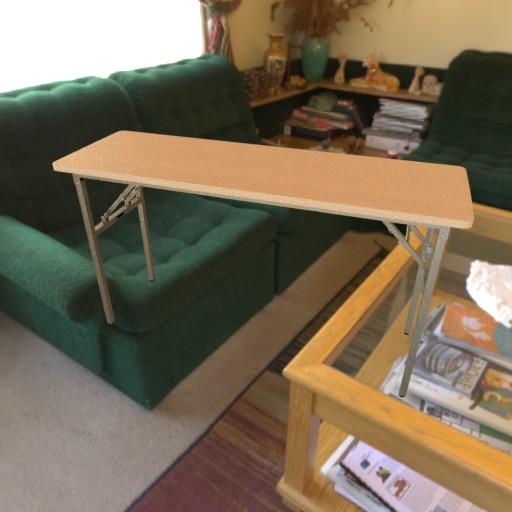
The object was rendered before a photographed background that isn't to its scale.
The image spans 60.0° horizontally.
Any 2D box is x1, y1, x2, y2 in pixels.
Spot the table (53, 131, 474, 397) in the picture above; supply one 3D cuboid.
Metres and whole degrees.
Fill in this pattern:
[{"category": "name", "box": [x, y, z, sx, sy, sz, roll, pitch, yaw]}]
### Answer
[{"category": "table", "box": [0.000, 0.000, 1.757, 1.397, 0.750, 0.446, 10, 33, 16]}]
